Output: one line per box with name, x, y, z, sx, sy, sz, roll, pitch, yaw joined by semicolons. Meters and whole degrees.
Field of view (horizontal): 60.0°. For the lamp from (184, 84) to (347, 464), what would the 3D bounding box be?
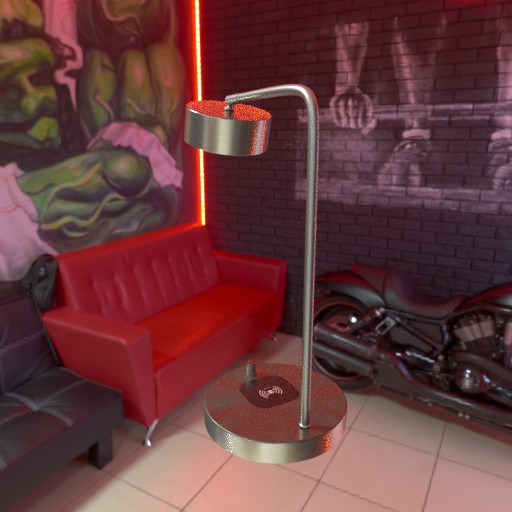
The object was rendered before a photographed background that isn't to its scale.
lamp;0.000;0.000;0.663;0.211;0.469;0.334;-7;16;-27
